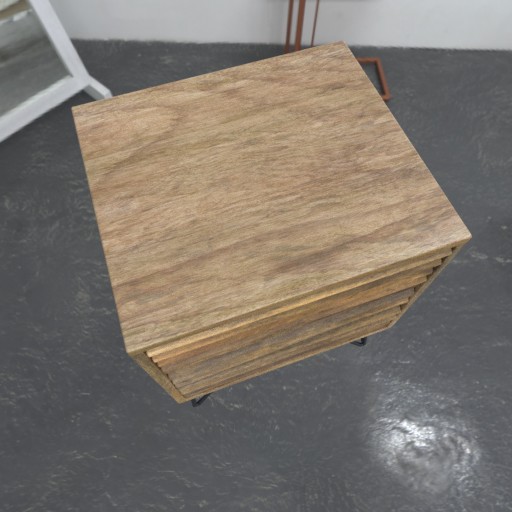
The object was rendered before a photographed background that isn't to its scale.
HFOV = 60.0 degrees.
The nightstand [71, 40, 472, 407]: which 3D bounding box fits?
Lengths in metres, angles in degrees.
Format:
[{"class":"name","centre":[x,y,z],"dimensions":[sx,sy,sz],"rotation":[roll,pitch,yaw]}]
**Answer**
[{"class":"nightstand","centre":[0.000,0.000,0.875],"dimensions":[0.457,0.559,0.406],"rotation":[-18,65,-9]}]
